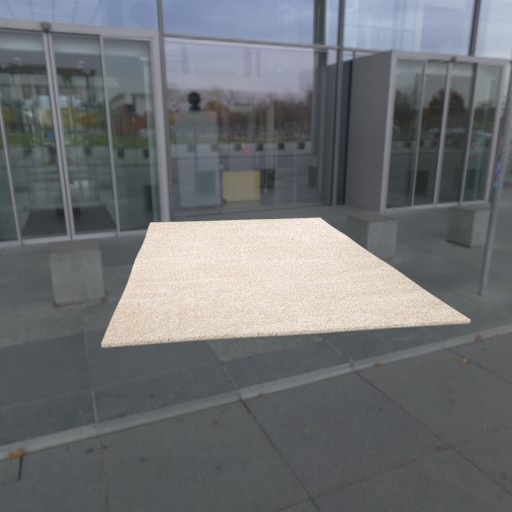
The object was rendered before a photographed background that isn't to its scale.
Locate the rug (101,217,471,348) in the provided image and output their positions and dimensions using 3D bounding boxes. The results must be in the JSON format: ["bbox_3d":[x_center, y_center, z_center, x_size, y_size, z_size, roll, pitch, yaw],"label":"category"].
[{"bbox_3d":[0.000,0.000,3.398,1.800,0.025,2.699,-2,16,-8],"label":"rug"}]
